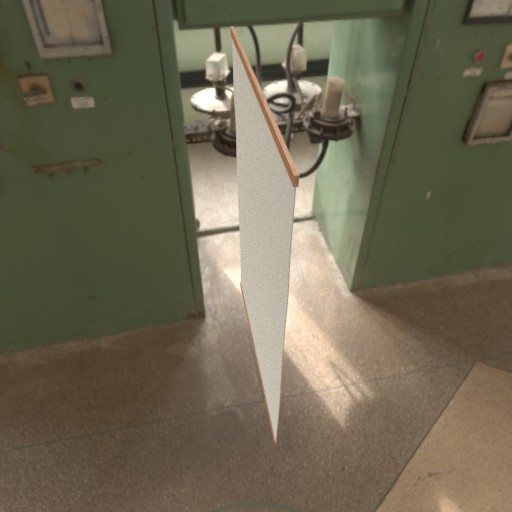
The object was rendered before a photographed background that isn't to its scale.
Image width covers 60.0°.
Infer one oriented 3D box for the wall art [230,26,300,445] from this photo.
[{"bbox_3d":[0.000,0.000,1.908,0.019,1.527,1.019,-8,46,-7],"label":"wall art"}]
